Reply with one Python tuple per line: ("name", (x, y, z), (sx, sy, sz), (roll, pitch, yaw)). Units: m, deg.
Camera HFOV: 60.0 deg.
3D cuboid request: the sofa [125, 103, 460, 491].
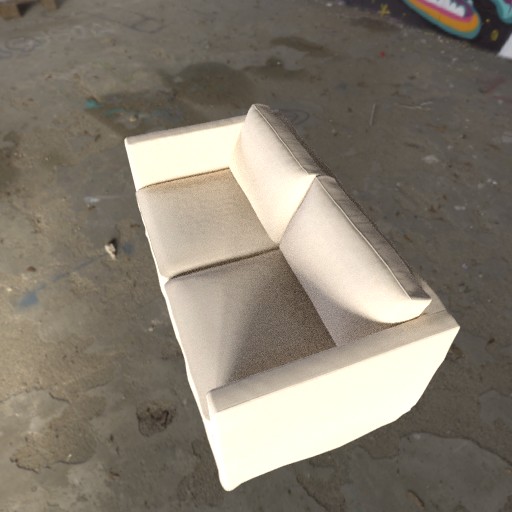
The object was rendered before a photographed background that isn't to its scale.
("sofa", (0.000, 0.000, 2.239), (0.962, 0.834, 1.746), (-15, 48, -14))
